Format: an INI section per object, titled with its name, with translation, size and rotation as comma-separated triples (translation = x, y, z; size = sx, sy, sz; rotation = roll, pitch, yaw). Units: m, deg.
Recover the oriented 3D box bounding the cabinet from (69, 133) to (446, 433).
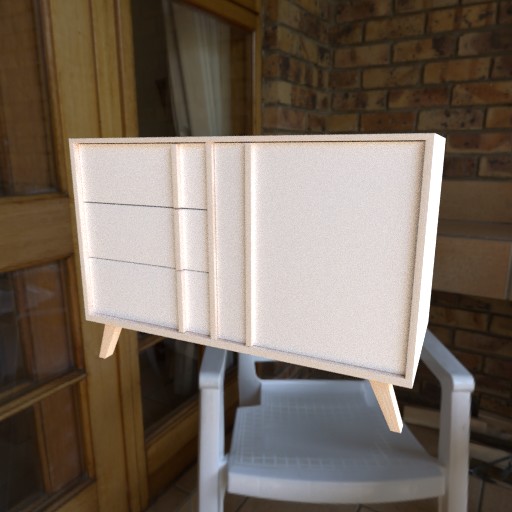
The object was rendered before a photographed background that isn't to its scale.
[cabinet]
translation = 0.000, 0.000, 1.522
size = 1.110, 0.780, 0.500
rotation = 6, 15, 24
